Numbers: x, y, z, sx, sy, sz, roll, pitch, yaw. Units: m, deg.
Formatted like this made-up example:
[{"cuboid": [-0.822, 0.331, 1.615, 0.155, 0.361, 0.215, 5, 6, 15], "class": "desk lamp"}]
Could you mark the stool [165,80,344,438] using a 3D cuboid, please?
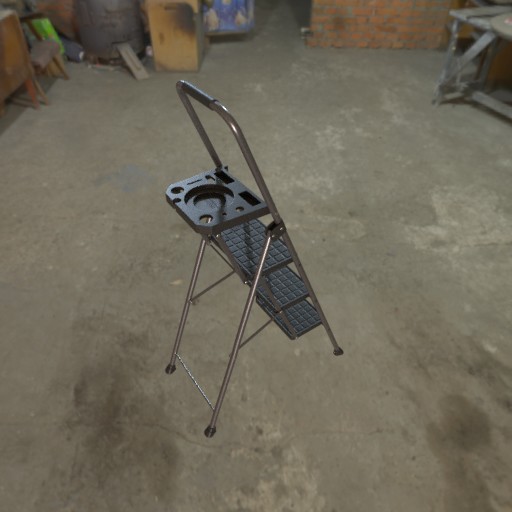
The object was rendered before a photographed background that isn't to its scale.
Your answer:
[{"cuboid": [0.000, 0.000, 1.603, 0.733, 1.277, 0.396, -24, 47, -25], "class": "stool"}]
